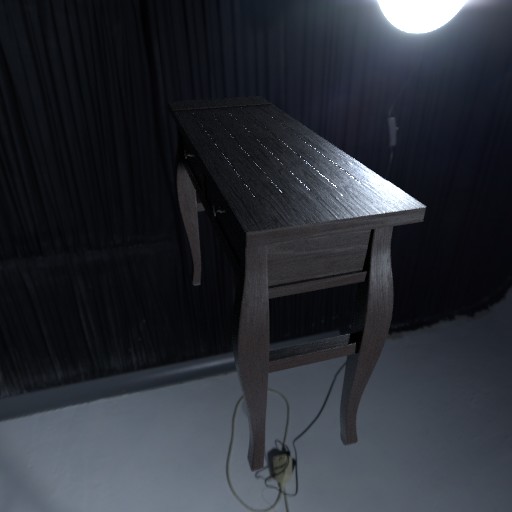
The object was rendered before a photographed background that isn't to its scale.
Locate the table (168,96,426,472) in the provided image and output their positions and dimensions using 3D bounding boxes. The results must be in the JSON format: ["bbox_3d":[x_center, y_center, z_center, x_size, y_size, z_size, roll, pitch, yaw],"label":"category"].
[{"bbox_3d":[0.000,0.000,1.429,0.373,0.768,1.062,-9,32,-14],"label":"table"}]
